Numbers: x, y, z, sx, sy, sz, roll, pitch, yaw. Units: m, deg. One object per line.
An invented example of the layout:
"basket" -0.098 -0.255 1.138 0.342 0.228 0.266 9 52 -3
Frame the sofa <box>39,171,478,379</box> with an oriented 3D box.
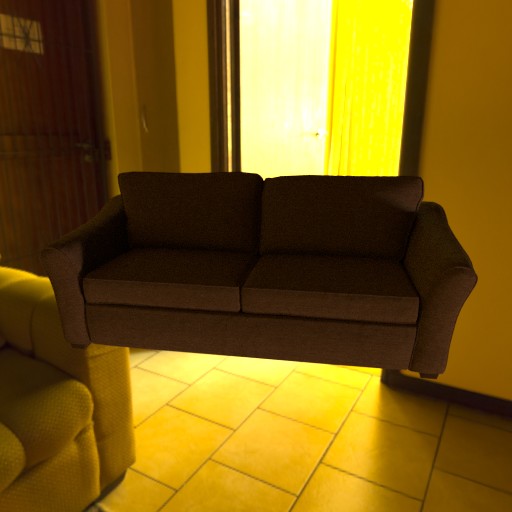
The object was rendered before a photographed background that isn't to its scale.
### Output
"sofa" 0.000 0.000 2.661 2.270 0.950 0.971 3 16 9
